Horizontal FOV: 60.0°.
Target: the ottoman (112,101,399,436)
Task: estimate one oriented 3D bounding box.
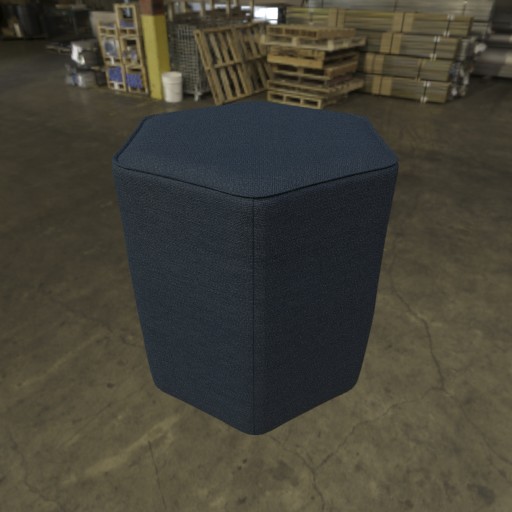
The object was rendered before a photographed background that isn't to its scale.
[{"bbox_3d":[0.000,0.000,0.883,0.492,0.505,0.454,20,38,28],"label":"ottoman"}]
